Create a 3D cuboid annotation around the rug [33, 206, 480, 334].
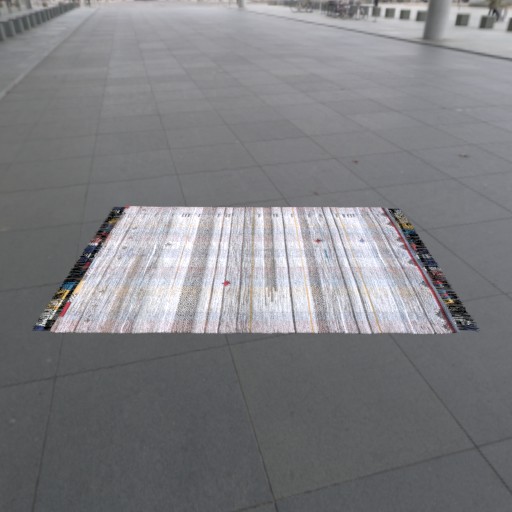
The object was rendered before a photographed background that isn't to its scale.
[{"bbox_3d":[0.000,0.000,2.307,1.848,0.012,1.217,0,31,0],"label":"rug"}]
